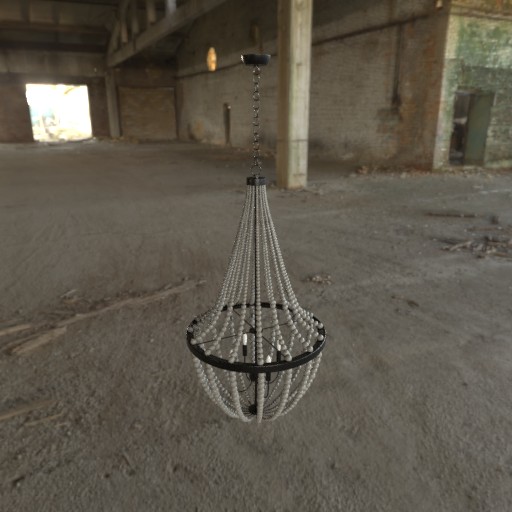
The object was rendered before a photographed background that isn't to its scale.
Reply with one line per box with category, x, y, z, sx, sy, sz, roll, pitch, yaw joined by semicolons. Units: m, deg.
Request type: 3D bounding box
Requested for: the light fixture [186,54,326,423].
light fixture;0.000;0.000;1.366;0.450;1.133;0.450;0;17;0
